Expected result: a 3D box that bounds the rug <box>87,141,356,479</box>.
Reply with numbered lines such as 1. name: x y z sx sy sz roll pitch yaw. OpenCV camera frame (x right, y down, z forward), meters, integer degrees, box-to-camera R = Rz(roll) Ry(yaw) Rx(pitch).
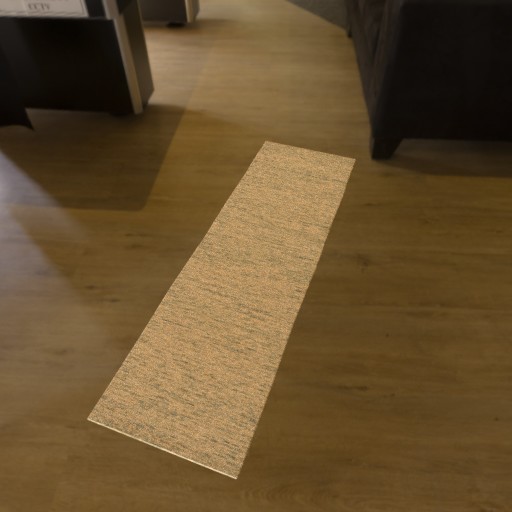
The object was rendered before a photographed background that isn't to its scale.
1. rug: 0.000 0.000 2.541 0.700 0.014 2.290 15 49 14
